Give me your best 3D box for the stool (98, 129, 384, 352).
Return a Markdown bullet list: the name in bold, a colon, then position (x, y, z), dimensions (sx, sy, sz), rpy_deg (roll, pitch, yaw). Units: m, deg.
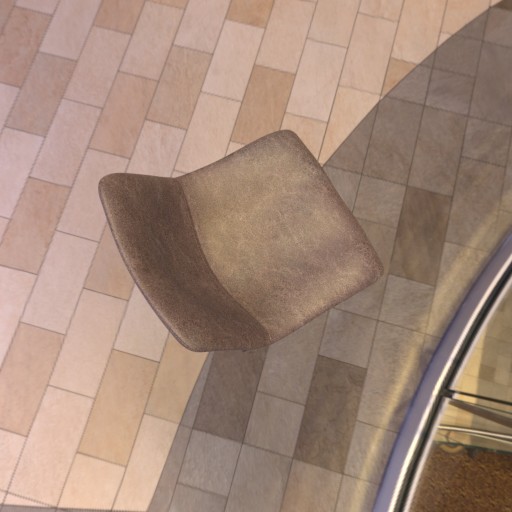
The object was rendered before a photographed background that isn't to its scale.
- **stool**: position (0.000, 0.000, 1.380), dimensions (0.561, 1.082, 0.514), rpy_deg (-30, 80, -6)
